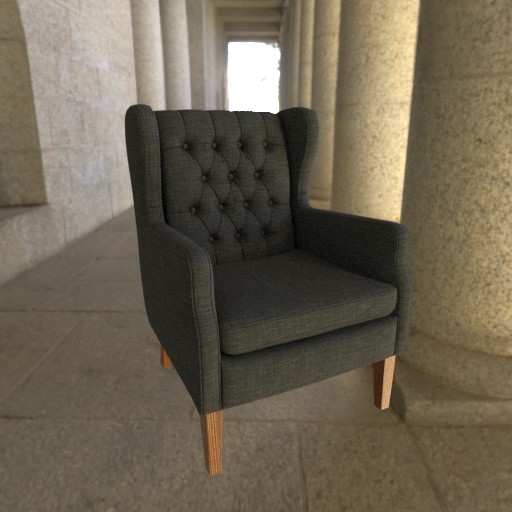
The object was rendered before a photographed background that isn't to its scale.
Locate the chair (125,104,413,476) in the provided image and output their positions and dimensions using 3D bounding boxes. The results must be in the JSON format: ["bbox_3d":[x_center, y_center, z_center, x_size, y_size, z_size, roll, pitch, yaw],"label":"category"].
[{"bbox_3d":[0.000,0.000,1.463,0.711,0.953,0.775,-9,19,-27],"label":"chair"}]
